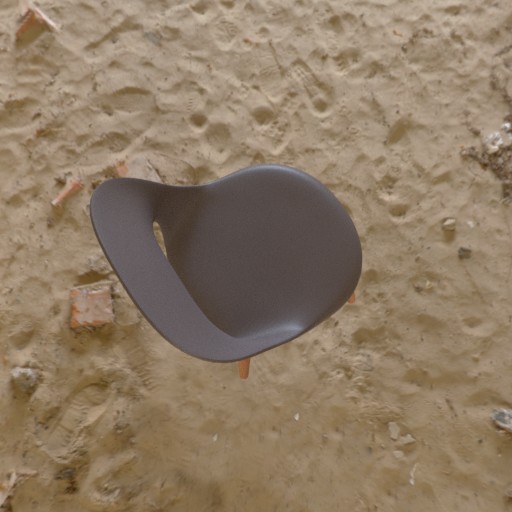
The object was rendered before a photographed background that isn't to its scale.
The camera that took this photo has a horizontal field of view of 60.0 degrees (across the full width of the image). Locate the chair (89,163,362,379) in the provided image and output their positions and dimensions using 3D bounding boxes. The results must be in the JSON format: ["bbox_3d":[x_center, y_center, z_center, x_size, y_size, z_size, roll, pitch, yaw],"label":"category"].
[{"bbox_3d":[0.000,0.000,1.155,0.556,0.794,0.470,-32,76,-9],"label":"chair"}]
